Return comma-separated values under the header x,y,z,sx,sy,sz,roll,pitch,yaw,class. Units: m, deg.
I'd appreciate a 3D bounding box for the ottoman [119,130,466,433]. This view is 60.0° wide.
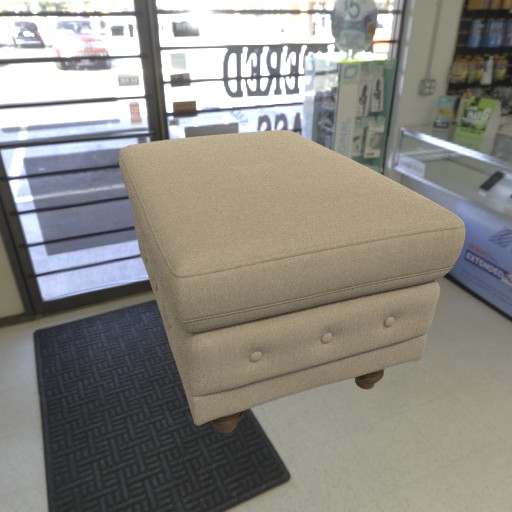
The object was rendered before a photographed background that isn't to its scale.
x,y,z,sx,sy,sz,roll,pitch,yaw,class
0.000,0.000,1.141,0.569,0.500,0.771,-10,30,-18,ottoman
